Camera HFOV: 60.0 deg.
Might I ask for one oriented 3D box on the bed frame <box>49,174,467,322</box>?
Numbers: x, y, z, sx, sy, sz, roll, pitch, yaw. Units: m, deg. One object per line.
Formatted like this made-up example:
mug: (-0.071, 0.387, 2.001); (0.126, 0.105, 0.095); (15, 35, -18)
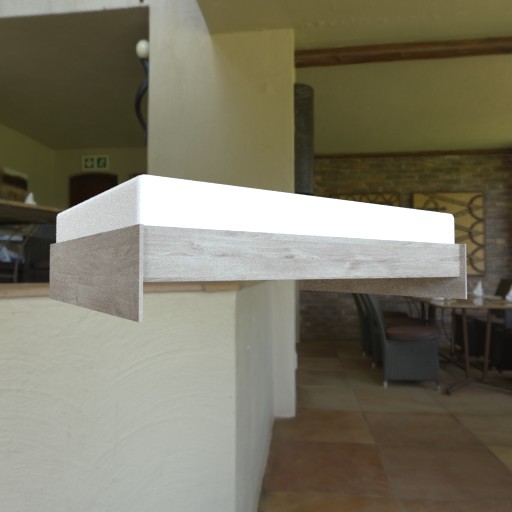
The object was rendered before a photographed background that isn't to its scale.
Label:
bed frame: (0.000, 0.000, 2.580); (1.945, 0.497, 1.445); (1, -2, -35)
